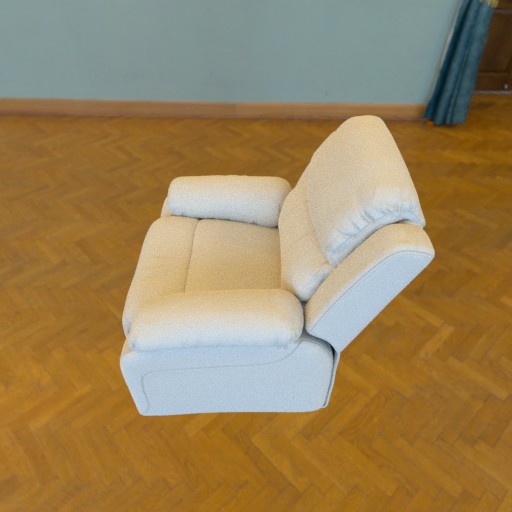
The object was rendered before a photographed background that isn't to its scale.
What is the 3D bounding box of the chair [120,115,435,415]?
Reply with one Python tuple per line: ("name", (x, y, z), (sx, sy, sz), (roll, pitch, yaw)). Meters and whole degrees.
("chair", (0.000, 0.000, 1.243), (0.709, 0.702, 0.680), (0, 42, 0))
